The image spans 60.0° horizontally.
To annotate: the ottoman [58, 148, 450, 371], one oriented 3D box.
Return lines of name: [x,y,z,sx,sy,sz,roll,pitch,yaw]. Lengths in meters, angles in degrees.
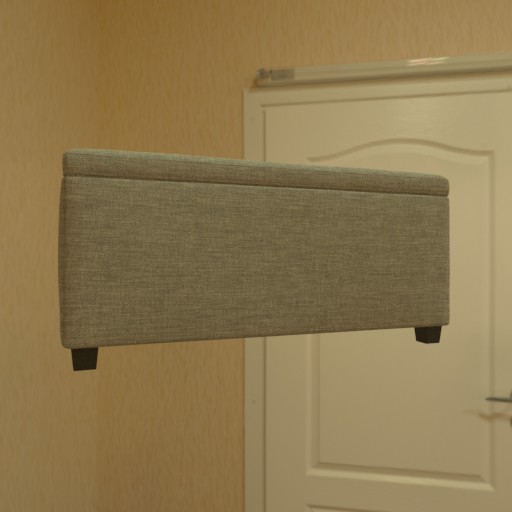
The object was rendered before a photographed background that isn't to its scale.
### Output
ottoman: [0.000,0.000,1.132,0.902,0.432,0.419,0,0,-19]
